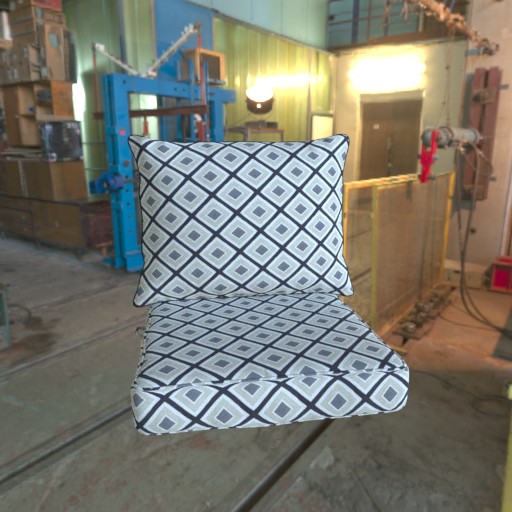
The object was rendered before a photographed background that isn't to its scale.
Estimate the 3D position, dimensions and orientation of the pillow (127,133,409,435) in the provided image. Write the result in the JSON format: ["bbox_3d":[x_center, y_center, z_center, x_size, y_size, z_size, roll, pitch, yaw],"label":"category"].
[{"bbox_3d":[0.000,0.000,1.335,0.798,0.722,0.733,-2,15,-9],"label":"pillow"}]
